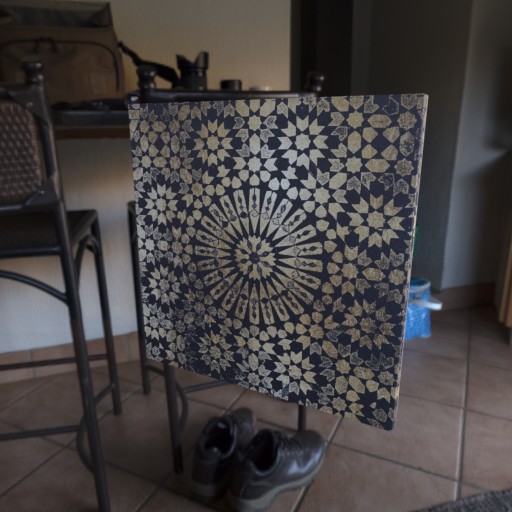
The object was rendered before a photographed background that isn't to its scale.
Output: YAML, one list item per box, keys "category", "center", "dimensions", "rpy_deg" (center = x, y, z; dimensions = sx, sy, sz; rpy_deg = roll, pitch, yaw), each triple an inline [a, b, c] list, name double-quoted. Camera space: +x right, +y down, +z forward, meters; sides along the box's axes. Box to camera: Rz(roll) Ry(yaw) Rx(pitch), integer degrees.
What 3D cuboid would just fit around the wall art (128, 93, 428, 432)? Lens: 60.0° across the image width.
- category: "wall art"
  center: [0.000, 0.000, 0.920]
  dimensions: [0.612, 0.612, 0.038]
  rpy_deg: [8, 18, 27]
